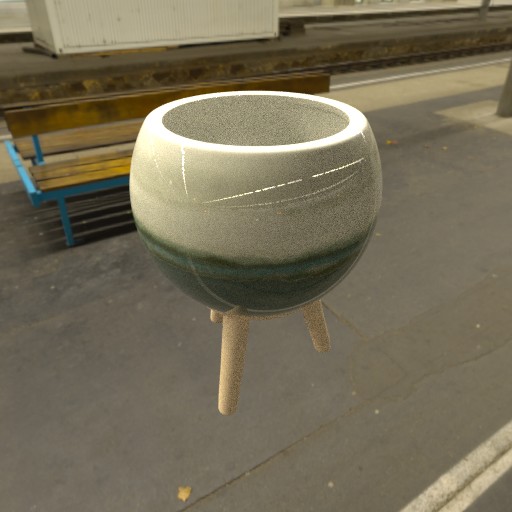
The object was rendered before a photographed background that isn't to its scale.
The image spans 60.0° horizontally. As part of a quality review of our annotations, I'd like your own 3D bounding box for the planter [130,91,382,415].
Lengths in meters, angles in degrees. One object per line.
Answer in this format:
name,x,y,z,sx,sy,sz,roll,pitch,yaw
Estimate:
planter,0.000,0.000,0.442,0.222,0.278,0.222,0,32,0
